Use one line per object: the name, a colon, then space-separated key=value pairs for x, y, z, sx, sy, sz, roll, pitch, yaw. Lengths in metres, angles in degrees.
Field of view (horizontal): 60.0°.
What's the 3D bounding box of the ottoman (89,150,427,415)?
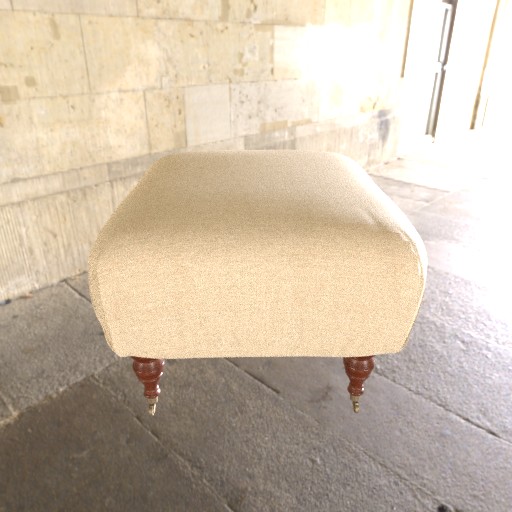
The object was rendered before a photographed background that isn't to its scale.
ottoman: x=0.000 y=0.000 z=1.125 sx=0.622 sy=0.450 sz=0.747 roll=0 pitch=25 yaw=-1
